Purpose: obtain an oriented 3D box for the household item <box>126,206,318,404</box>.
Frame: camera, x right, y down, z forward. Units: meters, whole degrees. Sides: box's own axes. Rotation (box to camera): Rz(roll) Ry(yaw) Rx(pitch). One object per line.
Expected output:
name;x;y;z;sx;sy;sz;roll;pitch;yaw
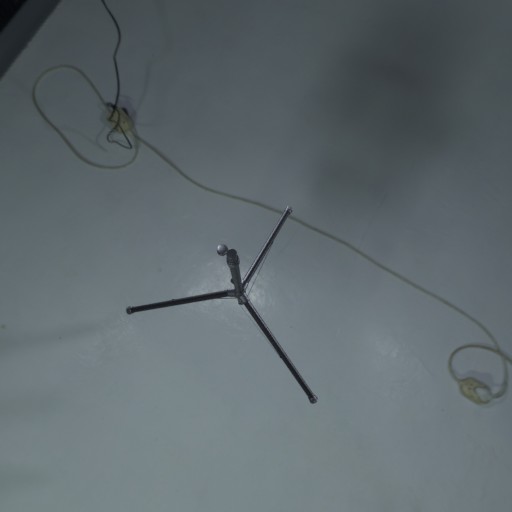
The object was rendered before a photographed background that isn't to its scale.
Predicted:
household item;0.000;0.000;2.733;1.596;1.595;1.339;25;77;6
